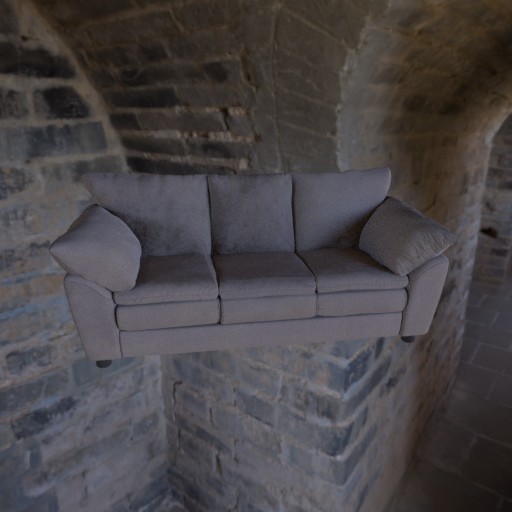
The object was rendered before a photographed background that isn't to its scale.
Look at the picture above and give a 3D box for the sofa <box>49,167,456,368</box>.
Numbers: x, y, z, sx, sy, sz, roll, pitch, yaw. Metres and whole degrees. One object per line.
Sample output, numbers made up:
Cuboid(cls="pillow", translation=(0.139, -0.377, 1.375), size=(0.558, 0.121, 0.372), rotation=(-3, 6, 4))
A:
Cuboid(cls="sofa", translation=(0.000, 0.000, 2.926), size=(2.336, 1.073, 0.878), rotation=(-3, 17, -9))
